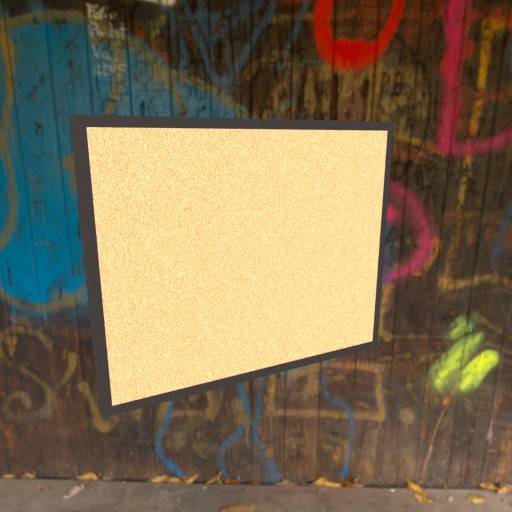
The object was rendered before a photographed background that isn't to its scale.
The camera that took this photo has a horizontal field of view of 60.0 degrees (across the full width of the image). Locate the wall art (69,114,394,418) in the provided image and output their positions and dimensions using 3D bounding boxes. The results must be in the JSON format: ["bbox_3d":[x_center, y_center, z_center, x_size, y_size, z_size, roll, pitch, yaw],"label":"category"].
[{"bbox_3d":[0.000,0.000,0.769,0.554,0.454,0.030,-7,16,-26],"label":"wall art"}]
